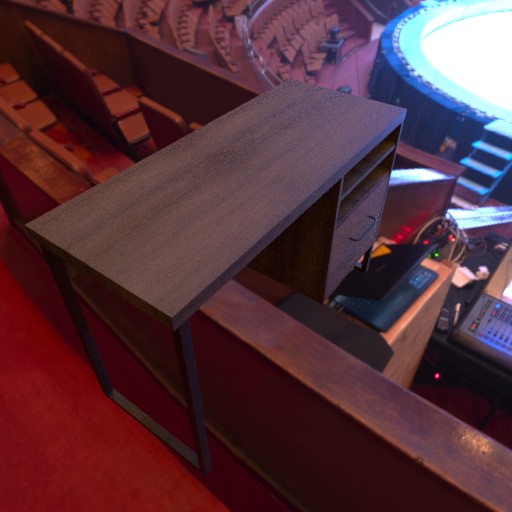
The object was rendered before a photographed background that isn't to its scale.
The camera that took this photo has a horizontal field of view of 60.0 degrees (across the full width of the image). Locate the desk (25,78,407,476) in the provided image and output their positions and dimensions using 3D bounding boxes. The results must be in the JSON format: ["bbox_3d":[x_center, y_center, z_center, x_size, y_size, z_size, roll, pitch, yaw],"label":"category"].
[{"bbox_3d":[0.000,0.000,1.512,0.511,0.752,1.134,26,48,26],"label":"desk"}]
